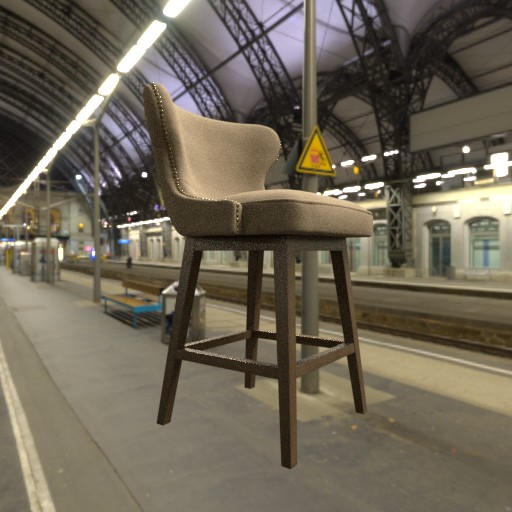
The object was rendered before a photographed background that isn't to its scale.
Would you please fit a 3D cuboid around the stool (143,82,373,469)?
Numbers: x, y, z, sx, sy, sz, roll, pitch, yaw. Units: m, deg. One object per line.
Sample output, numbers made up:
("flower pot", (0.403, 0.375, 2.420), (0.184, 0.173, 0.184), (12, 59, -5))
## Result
("stool", (0.000, 0.000, 1.347), (0.597, 0.972, 0.615), (0, 1, 36))
